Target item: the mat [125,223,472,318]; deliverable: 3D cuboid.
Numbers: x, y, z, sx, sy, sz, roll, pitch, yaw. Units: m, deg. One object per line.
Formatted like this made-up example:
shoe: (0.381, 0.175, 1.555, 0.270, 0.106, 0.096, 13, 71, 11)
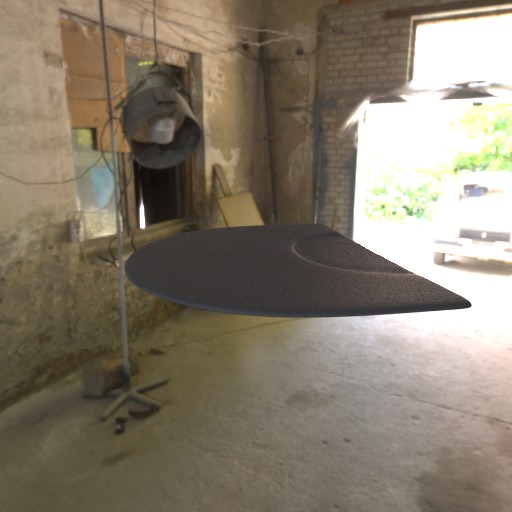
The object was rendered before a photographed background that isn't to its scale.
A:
mat: (0.000, 0.000, 1.613, 0.917, 0.016, 1.220, -3, 14, -10)
